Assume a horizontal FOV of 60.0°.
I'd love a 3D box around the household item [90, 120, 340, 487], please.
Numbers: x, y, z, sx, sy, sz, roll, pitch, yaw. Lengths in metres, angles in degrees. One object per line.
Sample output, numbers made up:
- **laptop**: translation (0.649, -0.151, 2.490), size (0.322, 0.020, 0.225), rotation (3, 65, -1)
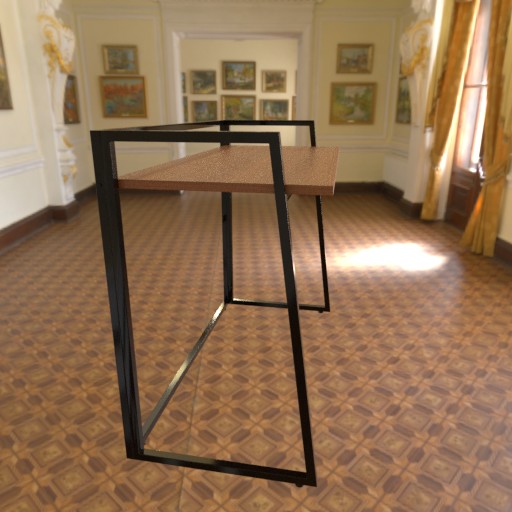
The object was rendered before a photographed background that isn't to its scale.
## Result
- **household item**: translation (0.000, 0.000, 1.503), size (0.510, 0.860, 1.050), rotation (3, 19, 10)
